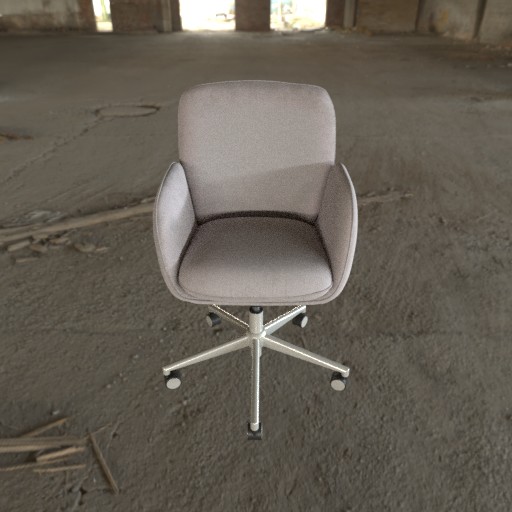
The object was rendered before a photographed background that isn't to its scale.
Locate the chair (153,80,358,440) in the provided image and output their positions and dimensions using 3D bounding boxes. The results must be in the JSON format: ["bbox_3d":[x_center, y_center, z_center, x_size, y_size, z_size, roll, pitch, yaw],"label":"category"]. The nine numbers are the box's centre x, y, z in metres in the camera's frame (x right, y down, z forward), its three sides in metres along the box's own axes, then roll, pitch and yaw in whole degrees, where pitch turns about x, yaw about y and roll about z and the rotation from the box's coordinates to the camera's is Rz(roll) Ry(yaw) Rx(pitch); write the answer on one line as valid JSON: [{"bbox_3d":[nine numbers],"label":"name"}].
[{"bbox_3d":[0.000,0.000,1.406,0.648,0.959,0.654,0,30,1],"label":"chair"}]
